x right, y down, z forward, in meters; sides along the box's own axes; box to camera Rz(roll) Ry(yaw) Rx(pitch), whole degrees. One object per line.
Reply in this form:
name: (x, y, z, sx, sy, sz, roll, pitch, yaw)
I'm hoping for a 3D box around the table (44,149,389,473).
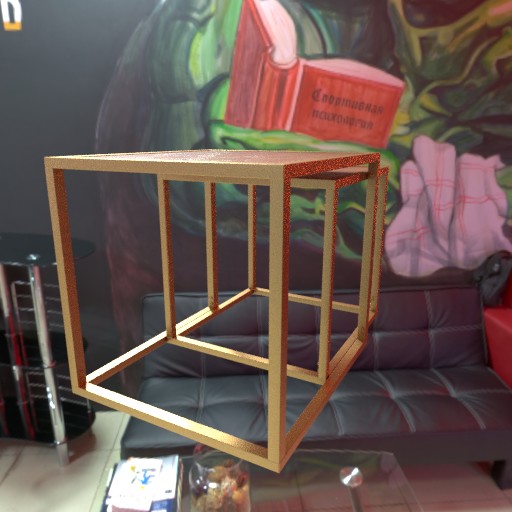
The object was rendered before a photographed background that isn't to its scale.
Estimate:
table: (0.000, 0.000, 1.110, 0.505, 0.505, 0.762, 8, 17, 27)
